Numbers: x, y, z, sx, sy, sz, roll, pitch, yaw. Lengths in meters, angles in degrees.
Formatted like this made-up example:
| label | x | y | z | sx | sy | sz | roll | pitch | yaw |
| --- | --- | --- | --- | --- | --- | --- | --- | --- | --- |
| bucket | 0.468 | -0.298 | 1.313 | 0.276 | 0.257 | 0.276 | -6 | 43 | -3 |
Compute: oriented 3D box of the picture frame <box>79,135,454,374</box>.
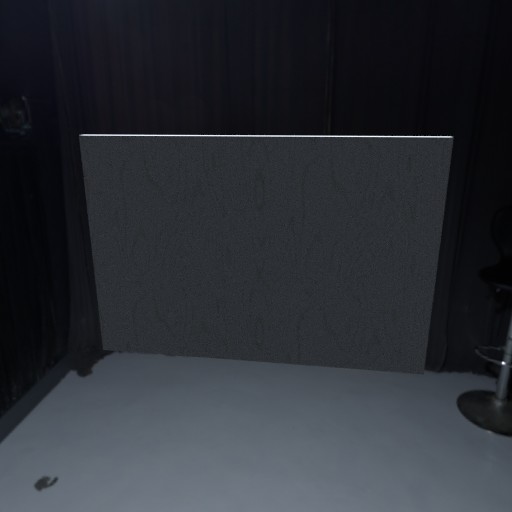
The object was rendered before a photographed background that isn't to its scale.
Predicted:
| label | x | y | z | sx | sy | sz | roll | pitch | yaw |
| --- | --- | --- | --- | --- | --- | --- | --- | --- | --- |
| picture frame | 0.000 | 0.000 | 1.223 | 0.950 | 0.640 | 0.029 | 2 | 17 | 8 |
